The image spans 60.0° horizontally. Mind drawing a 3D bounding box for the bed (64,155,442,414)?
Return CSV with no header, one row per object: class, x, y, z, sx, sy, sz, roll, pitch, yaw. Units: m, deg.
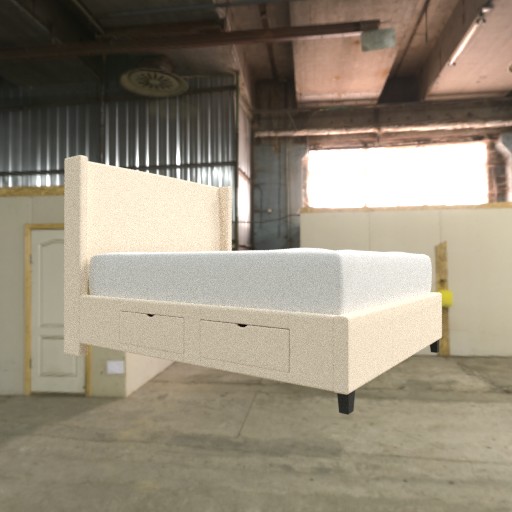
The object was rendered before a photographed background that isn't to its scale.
bed,0.000,0.000,3.370,2.280,1.471,1.765,0,0,36
